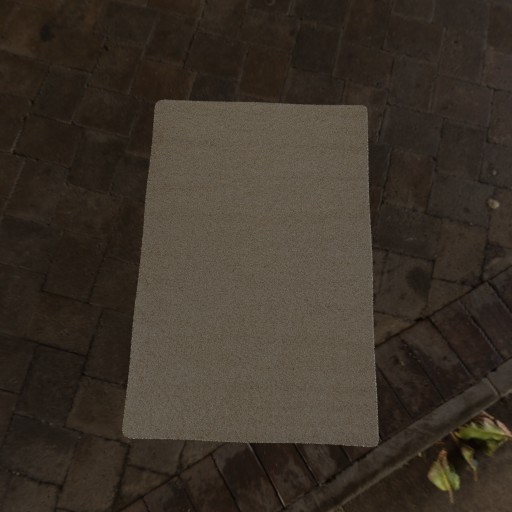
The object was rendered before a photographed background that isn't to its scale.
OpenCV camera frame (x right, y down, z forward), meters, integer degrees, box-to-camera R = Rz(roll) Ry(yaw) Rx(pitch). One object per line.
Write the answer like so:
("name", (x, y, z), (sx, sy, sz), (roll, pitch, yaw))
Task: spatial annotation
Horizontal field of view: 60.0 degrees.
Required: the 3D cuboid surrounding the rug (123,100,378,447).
("rug", (0.000, 0.000, 3.442), (1.798, 0.025, 2.698), (2, 75, 0))
